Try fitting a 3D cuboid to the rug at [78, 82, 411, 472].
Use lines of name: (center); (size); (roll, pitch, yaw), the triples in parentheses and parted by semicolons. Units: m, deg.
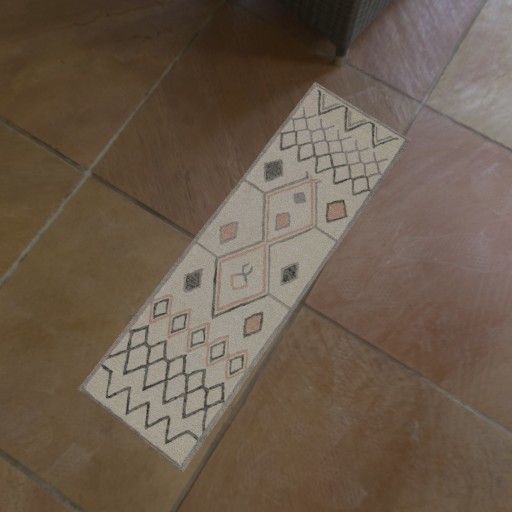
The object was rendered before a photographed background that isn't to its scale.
rug: (0.000, 0.000, 2.696); (0.750, 0.011, 2.435); (34, 78, 8)
